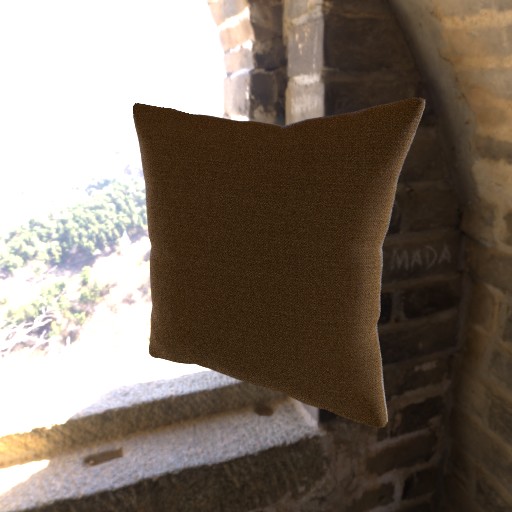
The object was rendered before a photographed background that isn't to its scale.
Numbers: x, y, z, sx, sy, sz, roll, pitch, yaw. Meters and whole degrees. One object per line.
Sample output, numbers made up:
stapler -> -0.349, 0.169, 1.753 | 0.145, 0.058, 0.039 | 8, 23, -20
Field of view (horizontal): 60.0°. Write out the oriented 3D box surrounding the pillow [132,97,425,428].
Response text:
pillow -> 0.000, 0.000, 0.653 | 0.432, 0.437, 0.147 | 8, 18, 27
